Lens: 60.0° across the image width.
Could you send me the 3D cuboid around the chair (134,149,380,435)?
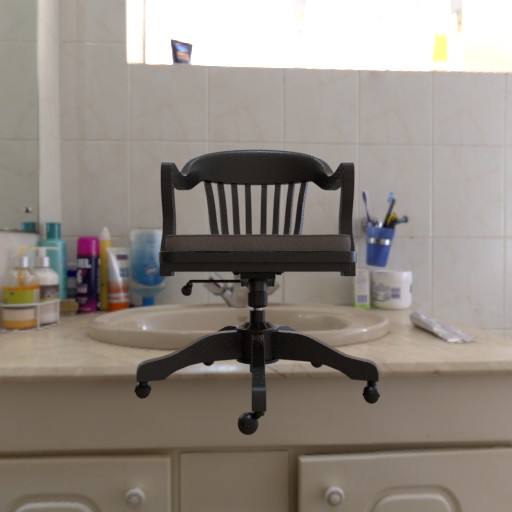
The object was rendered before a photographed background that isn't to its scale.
[{"bbox_3d":[0.000,0.000,1.461,0.750,0.878,0.788,0,0,0],"label":"chair"}]
